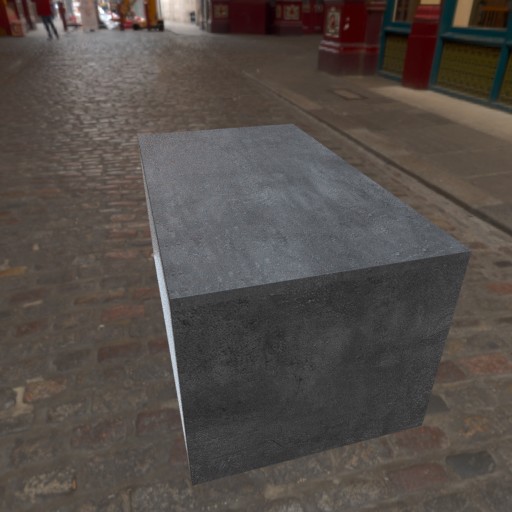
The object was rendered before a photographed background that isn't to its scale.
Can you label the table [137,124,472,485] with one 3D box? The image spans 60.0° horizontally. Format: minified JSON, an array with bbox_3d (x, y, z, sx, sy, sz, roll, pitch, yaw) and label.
[{"bbox_3d":[0.000,0.000,0.922,0.400,0.350,0.700,-8,32,-14],"label":"table"}]
